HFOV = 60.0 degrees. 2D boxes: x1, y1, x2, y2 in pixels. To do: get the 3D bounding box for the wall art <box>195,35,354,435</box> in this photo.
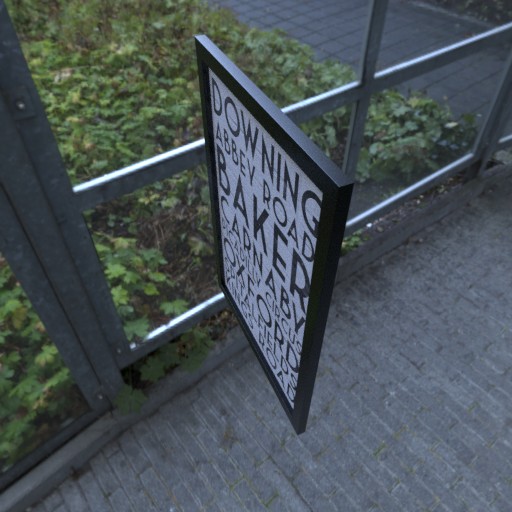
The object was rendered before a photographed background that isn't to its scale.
[{"bbox_3d":[0.000,0.000,0.852,0.019,0.656,0.462,-18,49,-17],"label":"wall art"}]
